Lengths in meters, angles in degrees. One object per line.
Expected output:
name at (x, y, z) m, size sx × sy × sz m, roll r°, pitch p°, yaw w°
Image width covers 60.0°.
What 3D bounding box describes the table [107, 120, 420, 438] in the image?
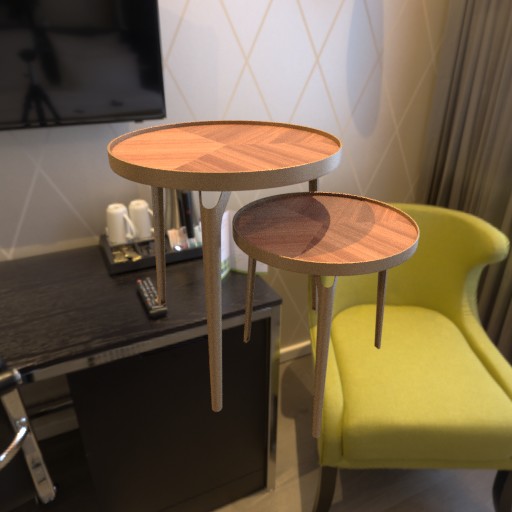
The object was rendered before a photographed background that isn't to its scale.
table at (0.000, 0.000, 1.113) m, size 0.751 × 0.555 × 0.532 m, roll 17°, pitch 31°, yaw 30°
